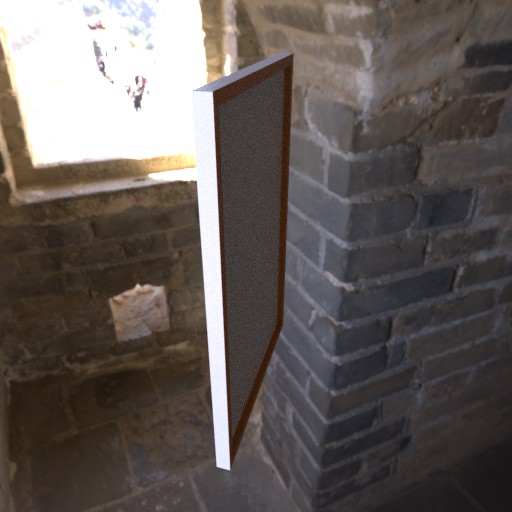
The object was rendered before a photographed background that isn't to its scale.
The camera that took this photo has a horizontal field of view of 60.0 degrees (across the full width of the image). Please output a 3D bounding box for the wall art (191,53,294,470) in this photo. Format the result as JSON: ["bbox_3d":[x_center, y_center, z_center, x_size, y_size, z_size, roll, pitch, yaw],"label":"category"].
[{"bbox_3d":[0.000,0.000,0.769,0.025,0.608,0.405,8,31,14],"label":"wall art"}]
